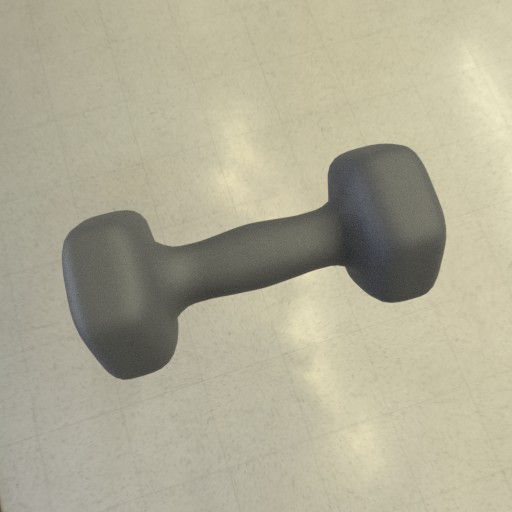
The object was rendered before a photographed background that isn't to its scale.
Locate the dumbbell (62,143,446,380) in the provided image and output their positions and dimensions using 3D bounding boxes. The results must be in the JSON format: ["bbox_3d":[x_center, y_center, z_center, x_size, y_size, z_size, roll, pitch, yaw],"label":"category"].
[{"bbox_3d":[0.000,0.000,0.305,0.240,0.105,0.116,-15,76,-4],"label":"dumbbell"}]
